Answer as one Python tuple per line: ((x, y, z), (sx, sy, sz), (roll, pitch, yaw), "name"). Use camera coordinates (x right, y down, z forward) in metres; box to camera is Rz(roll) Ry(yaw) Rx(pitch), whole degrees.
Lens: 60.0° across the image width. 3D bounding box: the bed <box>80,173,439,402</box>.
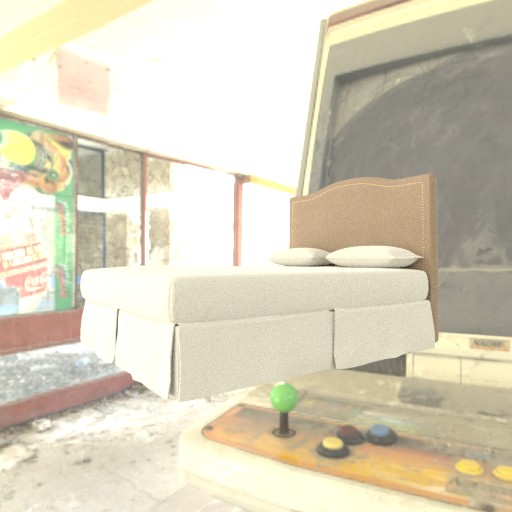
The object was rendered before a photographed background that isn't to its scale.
((0.000, 0.000, 3.484), (2.282, 1.436, 1.821), (0, 0, -35), "bed")
